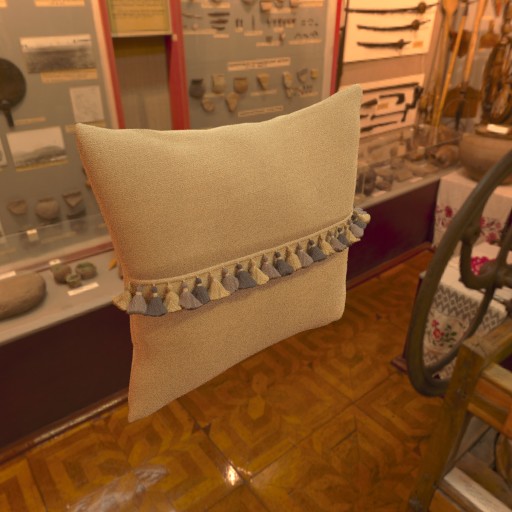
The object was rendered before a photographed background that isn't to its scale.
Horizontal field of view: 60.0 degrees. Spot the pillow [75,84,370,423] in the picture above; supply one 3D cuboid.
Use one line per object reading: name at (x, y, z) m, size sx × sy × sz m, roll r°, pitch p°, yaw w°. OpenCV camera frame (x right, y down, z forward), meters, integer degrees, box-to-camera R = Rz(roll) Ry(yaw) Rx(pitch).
pillow at (0.000, 0.000, 0.716) m, size 0.489 × 0.481 × 0.165 m, roll -20°, pitch 36°, yaw -31°
